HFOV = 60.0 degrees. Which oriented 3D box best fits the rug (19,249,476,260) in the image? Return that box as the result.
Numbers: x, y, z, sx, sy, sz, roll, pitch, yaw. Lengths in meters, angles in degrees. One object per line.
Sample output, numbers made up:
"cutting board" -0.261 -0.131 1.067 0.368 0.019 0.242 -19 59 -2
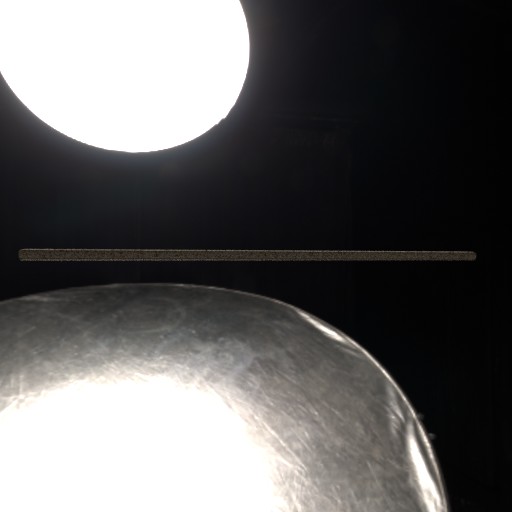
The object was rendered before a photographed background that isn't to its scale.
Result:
"rug" 0.000 0.000 1.700 1.524 0.030 0.609 0 0 -17
